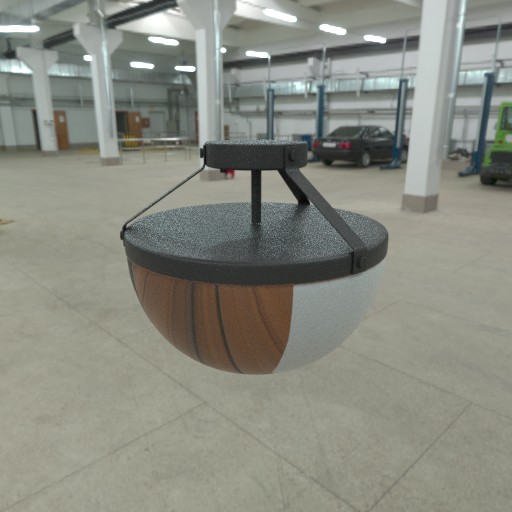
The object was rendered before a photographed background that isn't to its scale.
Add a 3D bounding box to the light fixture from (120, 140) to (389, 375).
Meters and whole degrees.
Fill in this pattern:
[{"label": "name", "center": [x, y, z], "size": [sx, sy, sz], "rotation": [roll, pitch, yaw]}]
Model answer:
[{"label": "light fixture", "center": [0.000, 0.000, 0.539], "size": [0.304, 0.269, 0.304], "rotation": [0, 17, 0]}]
